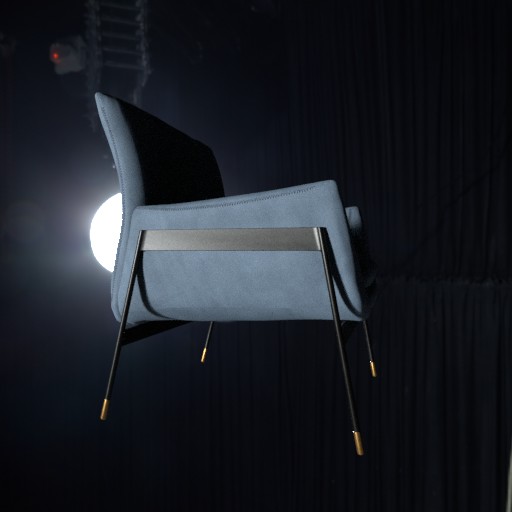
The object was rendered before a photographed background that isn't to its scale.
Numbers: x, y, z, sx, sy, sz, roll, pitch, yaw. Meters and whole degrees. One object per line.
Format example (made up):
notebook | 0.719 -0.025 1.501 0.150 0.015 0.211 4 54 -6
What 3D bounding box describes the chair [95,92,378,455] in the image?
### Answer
chair | 0.000 0.000 1.367 0.709 0.858 0.678 0 1 18
